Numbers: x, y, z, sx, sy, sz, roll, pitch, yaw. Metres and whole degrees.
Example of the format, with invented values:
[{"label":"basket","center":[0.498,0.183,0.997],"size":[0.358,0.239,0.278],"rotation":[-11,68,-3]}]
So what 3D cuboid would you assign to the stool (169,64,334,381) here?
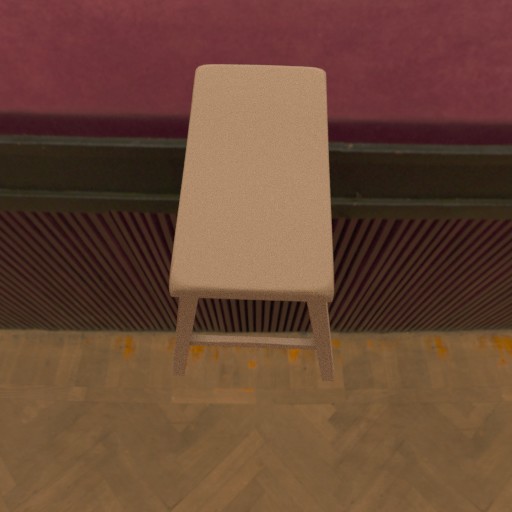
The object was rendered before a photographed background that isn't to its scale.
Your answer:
[{"label":"stool","center":[0.000,0.000,1.062],"size":[0.476,0.737,0.457],"rotation":[2,66,1]}]
